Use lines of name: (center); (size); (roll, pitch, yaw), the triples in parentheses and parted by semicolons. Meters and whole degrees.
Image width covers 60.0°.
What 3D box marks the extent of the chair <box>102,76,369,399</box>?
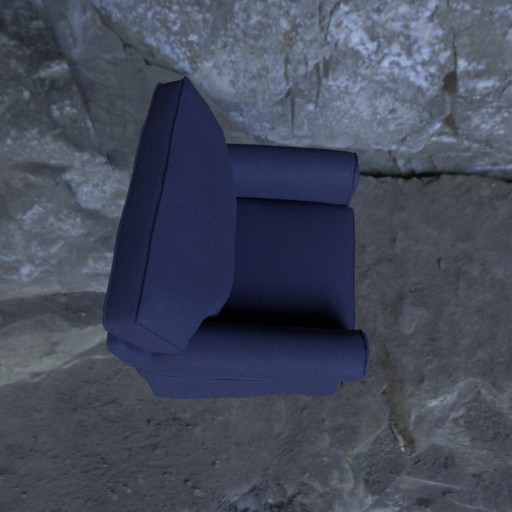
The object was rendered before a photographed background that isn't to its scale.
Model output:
chair: (0.000, 0.000, 1.987); (1.002, 1.140, 1.119); (3, 63, 2)
